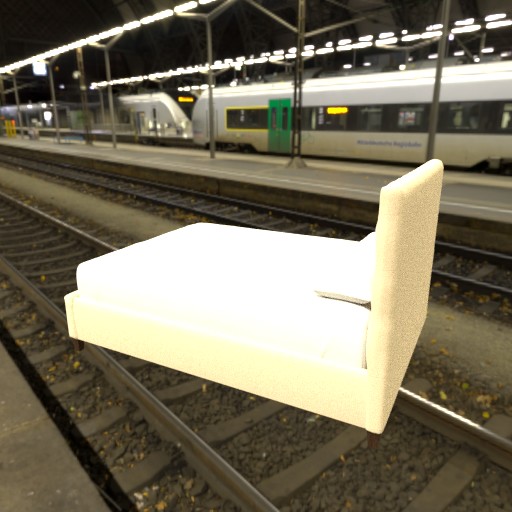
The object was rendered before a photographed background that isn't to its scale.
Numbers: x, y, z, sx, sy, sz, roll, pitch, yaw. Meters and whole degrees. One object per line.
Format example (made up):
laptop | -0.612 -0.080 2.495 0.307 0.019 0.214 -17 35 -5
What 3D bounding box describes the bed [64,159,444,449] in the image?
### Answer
bed | 0.000 0.000 3.411 2.387 1.427 1.698 9 19 27
